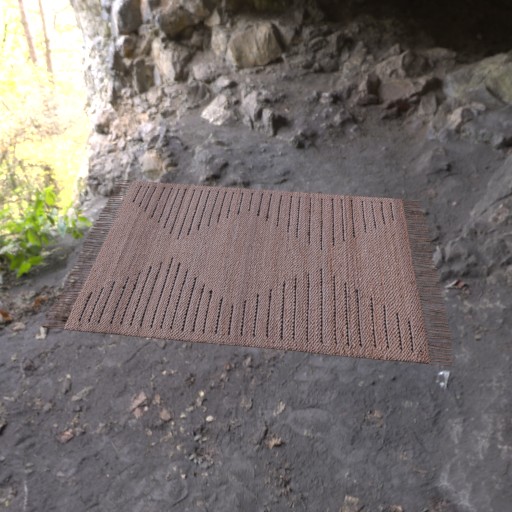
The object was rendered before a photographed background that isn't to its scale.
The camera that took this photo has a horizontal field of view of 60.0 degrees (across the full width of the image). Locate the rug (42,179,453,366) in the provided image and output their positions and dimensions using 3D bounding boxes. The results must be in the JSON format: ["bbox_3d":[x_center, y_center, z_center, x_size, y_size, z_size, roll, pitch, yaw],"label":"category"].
[{"bbox_3d":[0.000,0.000,2.593,2.085,0.027,1.224,5,48,4],"label":"rug"}]
